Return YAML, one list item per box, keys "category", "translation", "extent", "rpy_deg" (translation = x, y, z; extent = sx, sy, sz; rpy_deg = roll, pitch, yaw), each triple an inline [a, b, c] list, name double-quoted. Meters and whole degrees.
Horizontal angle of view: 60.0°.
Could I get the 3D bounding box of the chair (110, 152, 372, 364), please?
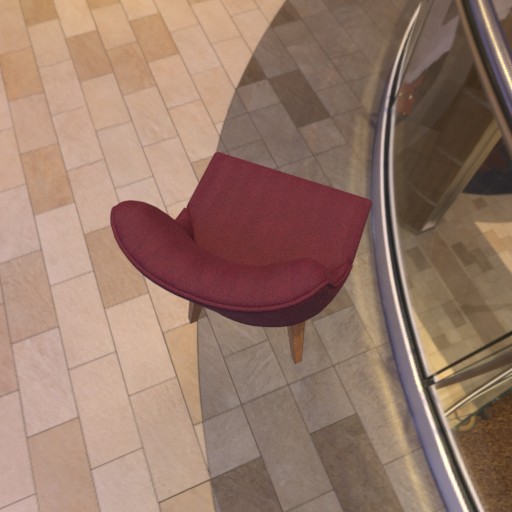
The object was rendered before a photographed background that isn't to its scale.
- category: "chair"
  translation: [0.000, 0.000, 1.296]
  extent: [0.548, 0.916, 0.638]
  rpy_deg: [19, 65, 9]
